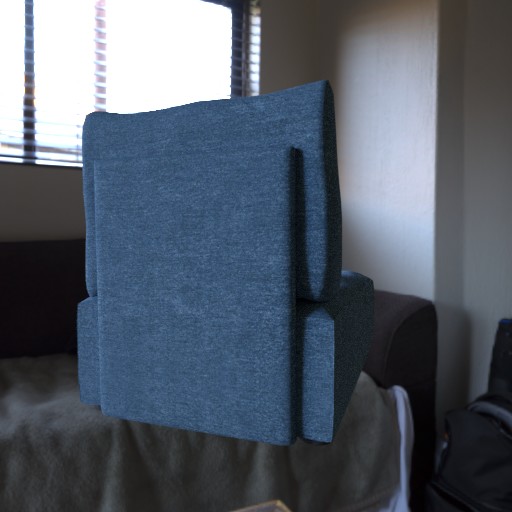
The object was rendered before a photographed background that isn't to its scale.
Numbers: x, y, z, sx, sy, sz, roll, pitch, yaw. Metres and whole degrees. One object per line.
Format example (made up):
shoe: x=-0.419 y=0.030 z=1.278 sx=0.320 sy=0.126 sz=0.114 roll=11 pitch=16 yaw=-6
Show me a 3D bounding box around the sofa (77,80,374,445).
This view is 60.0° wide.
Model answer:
sofa: x=0.000 y=0.000 z=1.510 sx=0.700 sy=0.820 sz=1.000 roll=1 pitch=3 yaw=20
